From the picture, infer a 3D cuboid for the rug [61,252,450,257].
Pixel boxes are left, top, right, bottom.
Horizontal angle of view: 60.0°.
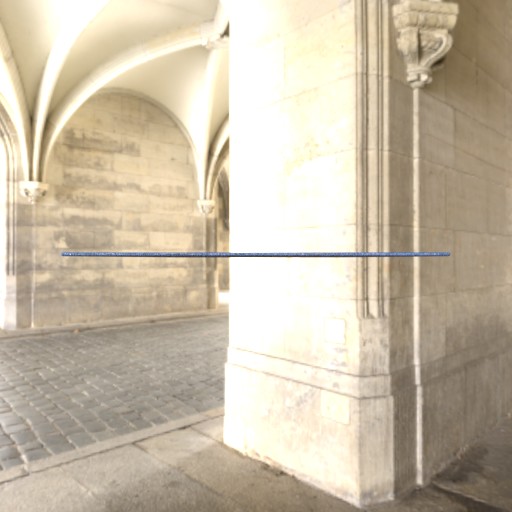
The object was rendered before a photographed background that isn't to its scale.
[{"bbox_3d":[0.000,0.000,2.950,1.526,0.015,2.441,0,0,0],"label":"rug"}]
